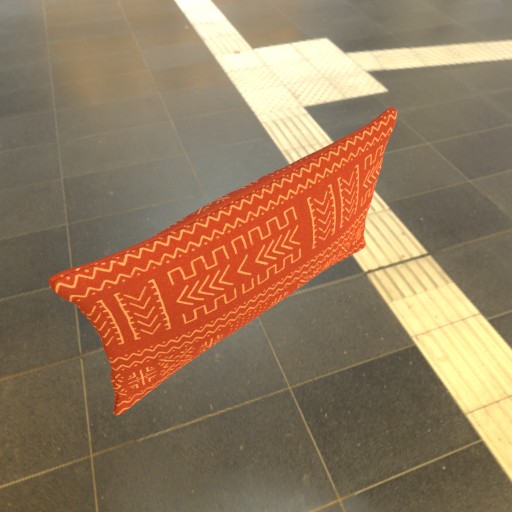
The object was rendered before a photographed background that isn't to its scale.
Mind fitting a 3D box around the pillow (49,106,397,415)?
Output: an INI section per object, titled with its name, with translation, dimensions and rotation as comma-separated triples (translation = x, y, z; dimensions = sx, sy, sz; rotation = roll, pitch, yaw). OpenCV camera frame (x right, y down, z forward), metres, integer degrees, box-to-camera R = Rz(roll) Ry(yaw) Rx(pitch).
[pillow]
translation = 0.000, 0.000, 0.773
dimensions = 0.640, 0.352, 0.130
rotation = -31, 54, -26
